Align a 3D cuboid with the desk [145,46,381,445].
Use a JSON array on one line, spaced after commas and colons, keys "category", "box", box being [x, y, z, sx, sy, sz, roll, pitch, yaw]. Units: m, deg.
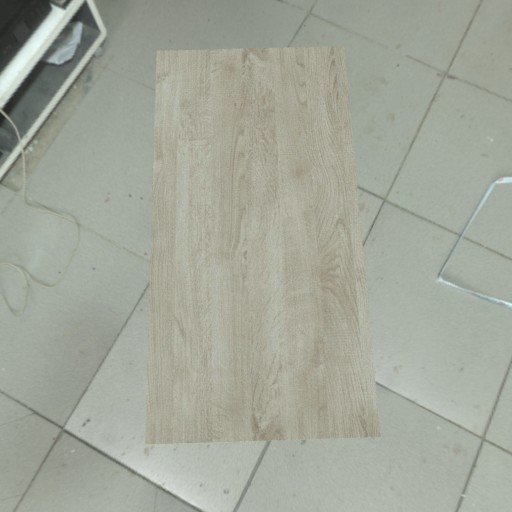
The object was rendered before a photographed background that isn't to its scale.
[{"category": "desk", "box": [0.000, 0.000, 1.541, 0.560, 0.730, 1.096, -2, 76, 0]}]
